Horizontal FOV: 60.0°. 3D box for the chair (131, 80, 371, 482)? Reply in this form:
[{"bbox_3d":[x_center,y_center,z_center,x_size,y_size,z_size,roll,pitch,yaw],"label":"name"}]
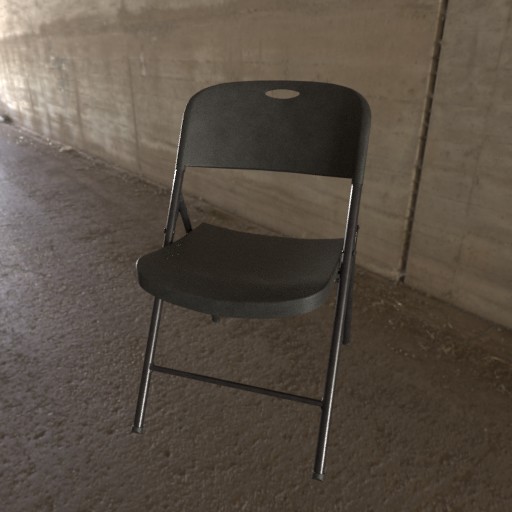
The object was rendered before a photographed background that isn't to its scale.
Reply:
[{"bbox_3d":[0.000,0.000,1.134,0.494,0.810,0.566,7,26,16],"label":"chair"}]
